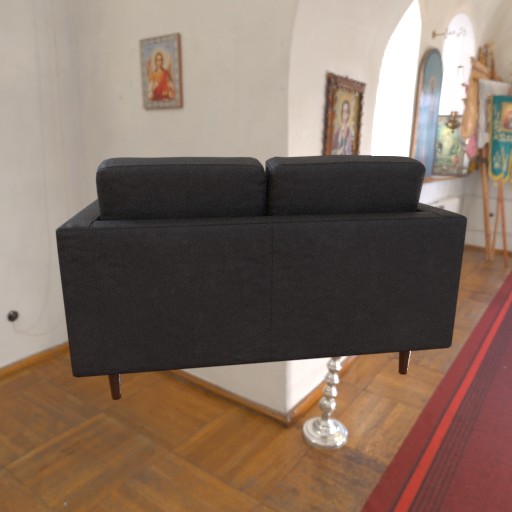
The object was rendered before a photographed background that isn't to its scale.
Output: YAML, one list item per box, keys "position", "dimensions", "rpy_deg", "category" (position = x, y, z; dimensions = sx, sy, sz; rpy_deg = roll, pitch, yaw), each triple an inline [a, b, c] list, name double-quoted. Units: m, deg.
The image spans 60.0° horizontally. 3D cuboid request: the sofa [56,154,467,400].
- position: [0.000, 0.000, 1.986]
  dimensions: [1.430, 0.899, 0.879]
  rpy_deg: [-2, 15, -9]
  category: "sofa"
